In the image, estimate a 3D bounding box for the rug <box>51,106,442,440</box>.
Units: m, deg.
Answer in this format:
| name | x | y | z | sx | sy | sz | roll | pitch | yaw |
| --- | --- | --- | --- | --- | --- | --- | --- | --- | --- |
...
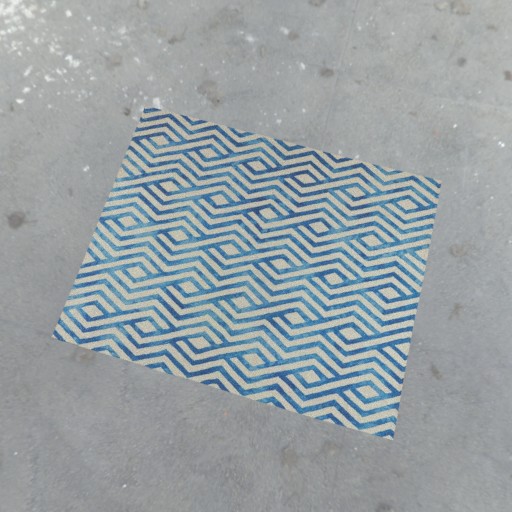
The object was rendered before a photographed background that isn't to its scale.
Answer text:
| name | x | y | z | sx | sy | sz | roll | pitch | yaw |
| --- | --- | --- | --- | --- | --- | --- | --- | --- | --- |
| rug | 0.000 | 0.000 | 4.109 | 3.059 | 0.008 | 2.453 | 15 | 75 | 4 |
